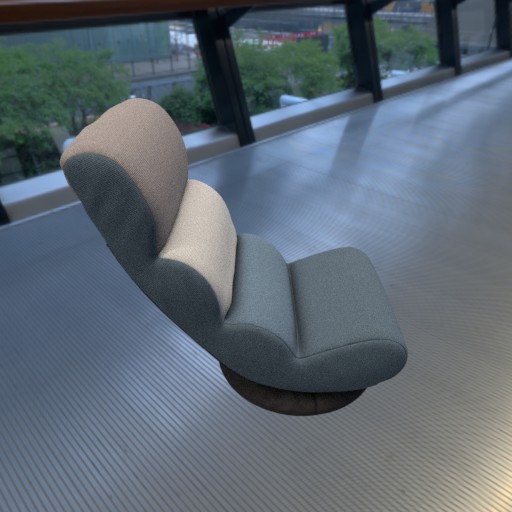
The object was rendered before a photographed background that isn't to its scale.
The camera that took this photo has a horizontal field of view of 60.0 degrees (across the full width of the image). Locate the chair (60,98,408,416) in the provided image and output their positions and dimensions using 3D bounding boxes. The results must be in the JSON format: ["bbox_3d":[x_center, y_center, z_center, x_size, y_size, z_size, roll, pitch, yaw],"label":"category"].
[{"bbox_3d":[0.000,0.000,1.030,0.661,0.641,0.420,0,32,0],"label":"chair"}]
